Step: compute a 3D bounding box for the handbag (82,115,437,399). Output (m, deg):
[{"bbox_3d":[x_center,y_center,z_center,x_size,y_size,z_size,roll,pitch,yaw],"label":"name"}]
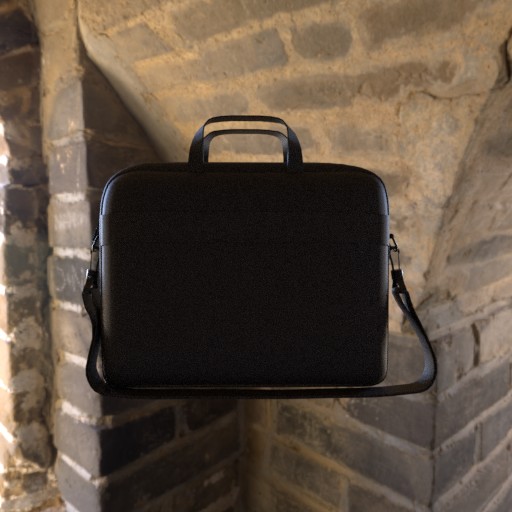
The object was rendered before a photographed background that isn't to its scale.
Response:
[{"bbox_3d":[0.000,0.000,0.572,0.429,0.330,0.126,0,2,-1],"label":"handbag"}]
